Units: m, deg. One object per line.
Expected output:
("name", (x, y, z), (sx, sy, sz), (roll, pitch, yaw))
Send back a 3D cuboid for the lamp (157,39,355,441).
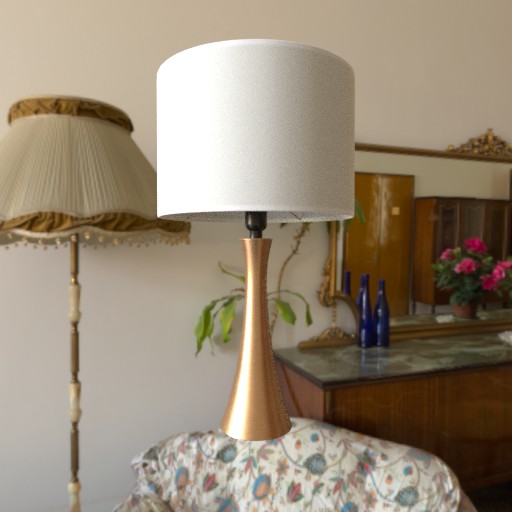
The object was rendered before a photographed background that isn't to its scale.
("lamp", (0.000, 0.000, 0.621), (0.268, 0.479, 0.268), (1, 2, 34))
